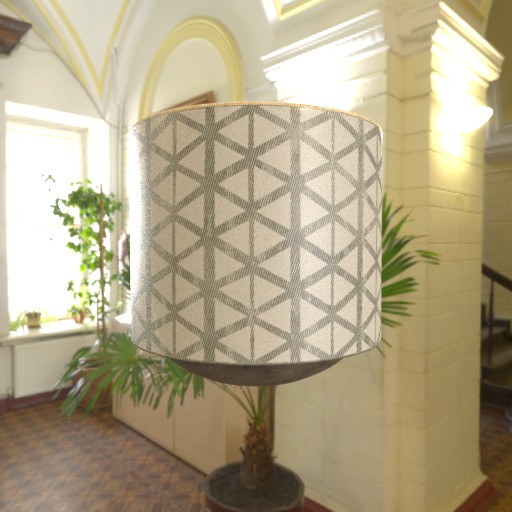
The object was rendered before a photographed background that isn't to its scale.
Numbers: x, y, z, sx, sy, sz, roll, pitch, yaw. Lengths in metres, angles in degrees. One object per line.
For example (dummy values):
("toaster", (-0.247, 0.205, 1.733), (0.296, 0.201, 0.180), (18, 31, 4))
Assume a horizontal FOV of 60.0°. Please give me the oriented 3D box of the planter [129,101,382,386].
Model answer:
("planter", (0.000, 0.000, 0.459), (0.250, 0.239, 0.250), (0, 2, 0))
